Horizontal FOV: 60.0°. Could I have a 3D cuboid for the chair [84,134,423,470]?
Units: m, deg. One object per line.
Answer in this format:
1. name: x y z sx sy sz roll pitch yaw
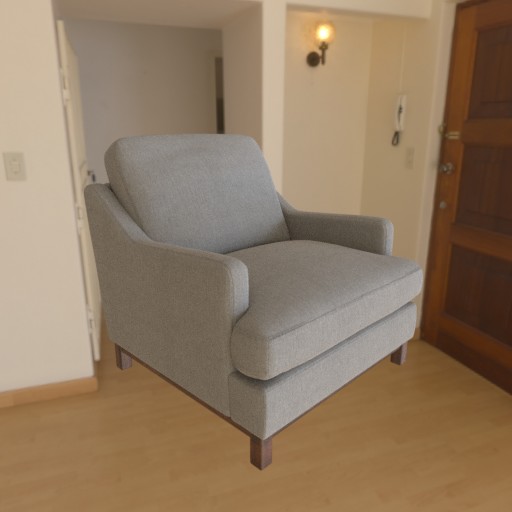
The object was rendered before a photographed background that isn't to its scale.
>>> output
1. chair: 0.000 0.000 1.553 0.892 0.821 0.826 15 22 43
